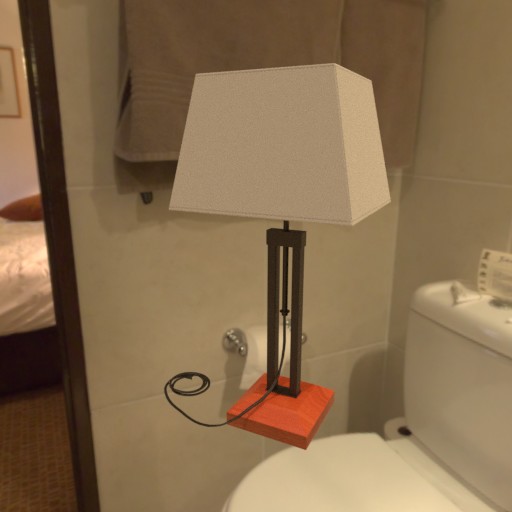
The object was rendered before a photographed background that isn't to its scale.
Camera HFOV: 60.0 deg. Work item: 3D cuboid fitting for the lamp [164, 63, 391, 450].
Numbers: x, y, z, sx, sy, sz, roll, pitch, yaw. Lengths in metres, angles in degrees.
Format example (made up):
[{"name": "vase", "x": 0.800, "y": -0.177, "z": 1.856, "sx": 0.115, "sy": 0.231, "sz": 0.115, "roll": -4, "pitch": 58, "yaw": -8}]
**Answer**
[{"name": "lamp", "x": 0.000, "y": 0.000, "z": 0.964, "sx": 0.498, "sy": 0.737, "sz": 0.310, "roll": 8, "pitch": 17, "yaw": 26}]
